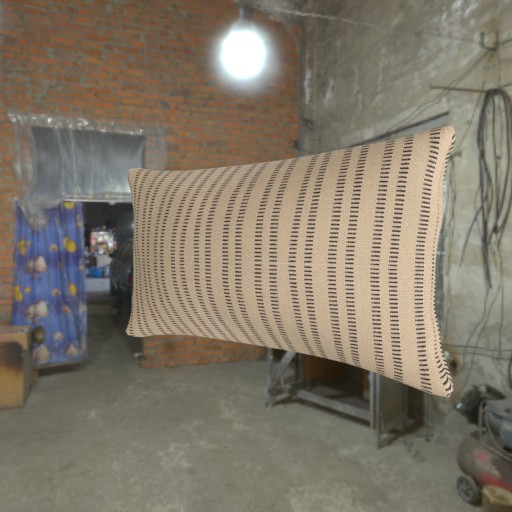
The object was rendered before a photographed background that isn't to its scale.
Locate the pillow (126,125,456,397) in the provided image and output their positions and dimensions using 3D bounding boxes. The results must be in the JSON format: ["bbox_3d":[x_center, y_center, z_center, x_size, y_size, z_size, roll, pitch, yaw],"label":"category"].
[{"bbox_3d":[0.000,0.000,0.760,0.640,0.353,0.210,1,3,35],"label":"pillow"}]
